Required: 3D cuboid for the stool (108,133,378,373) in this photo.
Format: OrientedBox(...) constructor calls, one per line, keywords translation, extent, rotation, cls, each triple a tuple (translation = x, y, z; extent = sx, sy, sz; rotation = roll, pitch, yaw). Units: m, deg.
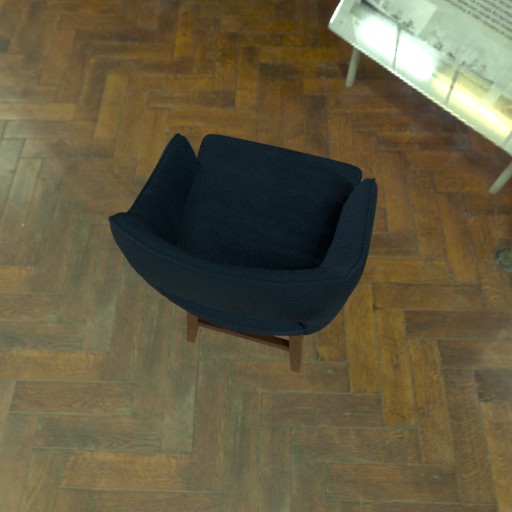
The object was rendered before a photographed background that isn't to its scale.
OrientedBox(translation=(0.000, 0.000, 1.253), extent=(0.550, 0.940, 0.560), rotation=(14, 65, 7), cls="stool")
